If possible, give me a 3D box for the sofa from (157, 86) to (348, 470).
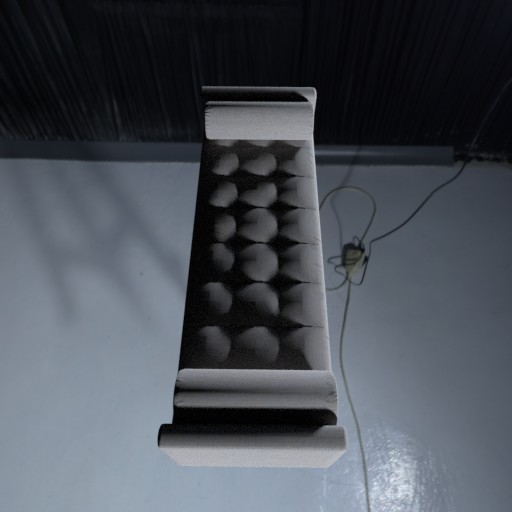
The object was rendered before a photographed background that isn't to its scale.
[{"bbox_3d":[0.000,0.000,2.339,0.686,0.635,1.981,1,58,0],"label":"sofa"}]
